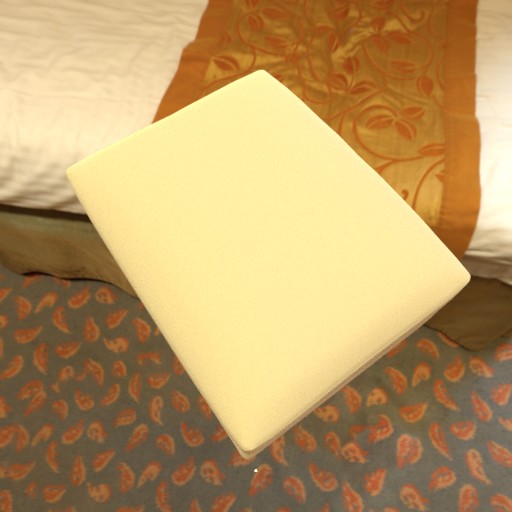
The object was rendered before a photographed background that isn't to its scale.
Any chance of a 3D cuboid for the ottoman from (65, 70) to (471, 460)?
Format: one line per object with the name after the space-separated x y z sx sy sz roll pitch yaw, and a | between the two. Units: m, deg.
0.000 0.000 1.112 0.584 0.513 0.741 -33 68 -15 | ottoman
